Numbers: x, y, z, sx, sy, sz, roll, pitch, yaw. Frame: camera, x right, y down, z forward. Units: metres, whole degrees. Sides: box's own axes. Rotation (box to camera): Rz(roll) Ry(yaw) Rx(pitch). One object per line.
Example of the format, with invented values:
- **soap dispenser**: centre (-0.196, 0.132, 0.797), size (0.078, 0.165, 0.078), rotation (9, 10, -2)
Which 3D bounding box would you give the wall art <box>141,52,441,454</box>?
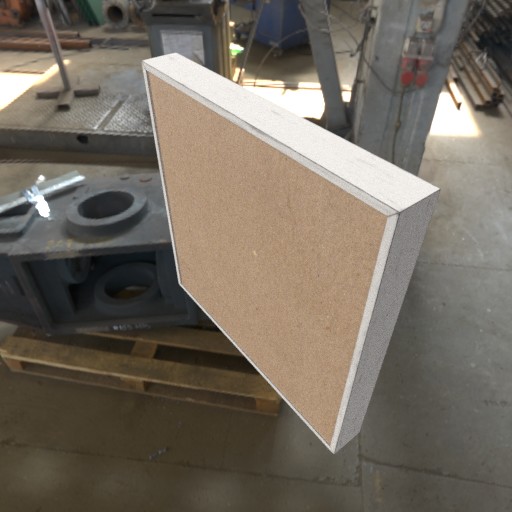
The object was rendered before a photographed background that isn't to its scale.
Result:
- **wall art**: centre (0.000, 0.000, 0.444), size (0.038, 0.305, 0.305), rotation (-28, 49, -27)
